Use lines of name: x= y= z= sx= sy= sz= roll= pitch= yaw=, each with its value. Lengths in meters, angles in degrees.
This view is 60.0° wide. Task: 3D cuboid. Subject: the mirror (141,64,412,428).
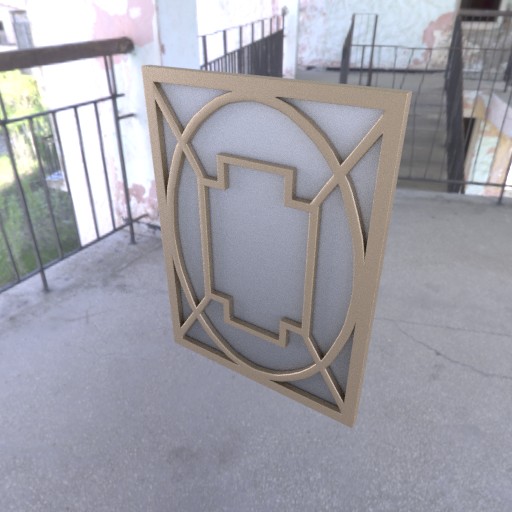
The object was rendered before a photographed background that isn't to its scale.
mirror: x=0.000 y=0.000 z=1.348 sx=0.756 sy=1.023 sz=0.032 roll=18 pitch=35 yaw=28
